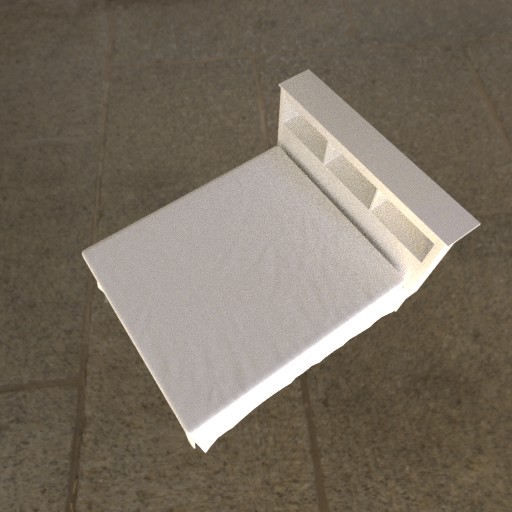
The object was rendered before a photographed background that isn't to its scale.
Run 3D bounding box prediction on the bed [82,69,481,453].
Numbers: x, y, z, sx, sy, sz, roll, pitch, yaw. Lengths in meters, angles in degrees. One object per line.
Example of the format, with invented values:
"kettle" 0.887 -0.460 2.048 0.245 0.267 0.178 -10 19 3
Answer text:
"bed" 0.000 0.000 3.180 2.133 1.092 1.671 -32 66 -16
